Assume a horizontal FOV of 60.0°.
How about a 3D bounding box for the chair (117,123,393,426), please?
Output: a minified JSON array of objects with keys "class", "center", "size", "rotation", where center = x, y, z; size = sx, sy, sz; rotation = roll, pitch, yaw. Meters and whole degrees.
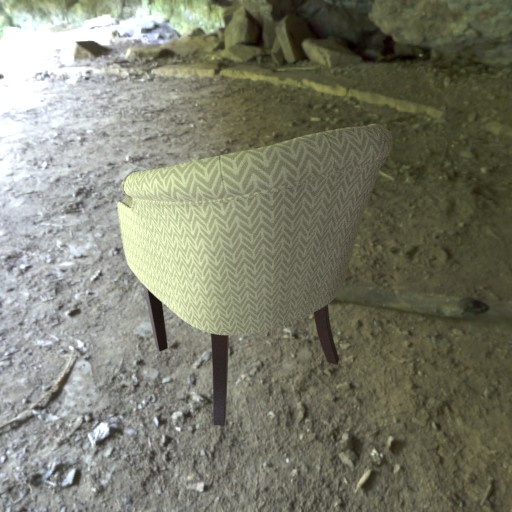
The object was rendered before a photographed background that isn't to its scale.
[{"class":"chair","center":[0.000,0.000,1.321],"size":[0.686,0.858,0.613],"rotation":[-19,36,-28]}]
